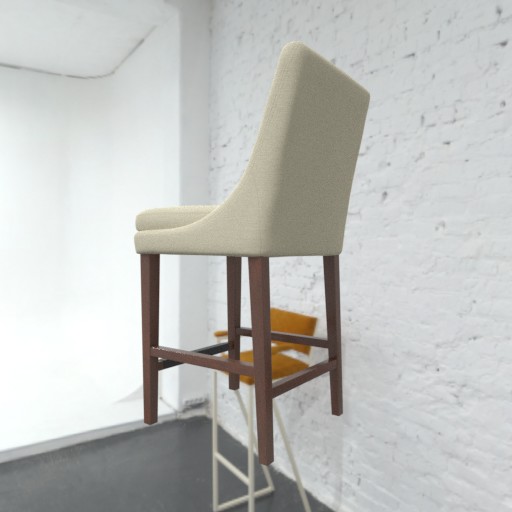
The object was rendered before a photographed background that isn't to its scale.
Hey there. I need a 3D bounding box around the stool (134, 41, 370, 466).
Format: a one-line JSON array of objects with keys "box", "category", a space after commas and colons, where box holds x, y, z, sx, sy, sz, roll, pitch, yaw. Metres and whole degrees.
[{"box": [0.000, 0.000, 1.310, 0.577, 0.981, 0.470, 1, 1, 36], "category": "stool"}]
